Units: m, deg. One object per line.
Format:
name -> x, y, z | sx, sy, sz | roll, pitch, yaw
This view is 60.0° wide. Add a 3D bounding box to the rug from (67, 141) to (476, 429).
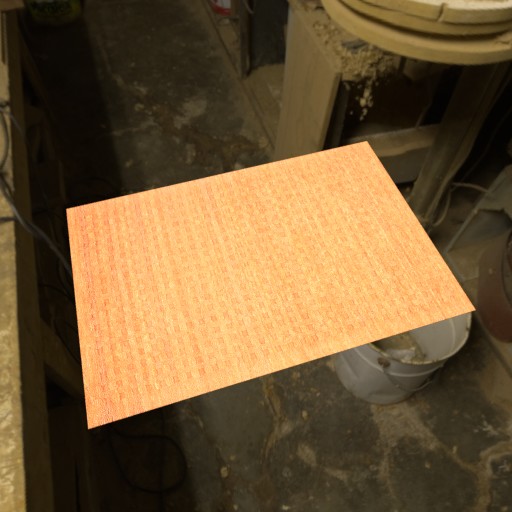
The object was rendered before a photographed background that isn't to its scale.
rug -> 0.000, 0.000, 2.873 | 2.285, 0.006, 1.524 | -15, 58, -9
